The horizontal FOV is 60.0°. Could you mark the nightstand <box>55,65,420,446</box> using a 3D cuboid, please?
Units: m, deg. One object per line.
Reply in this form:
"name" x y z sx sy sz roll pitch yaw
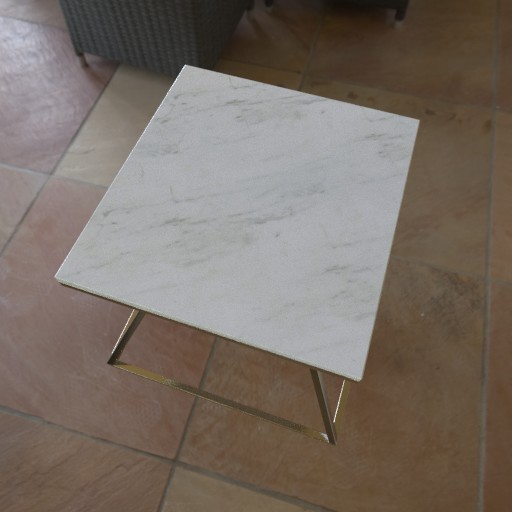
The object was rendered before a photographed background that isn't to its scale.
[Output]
"nightstand" 0.000 0.000 0.870 0.514 0.426 0.513 17 63 9
